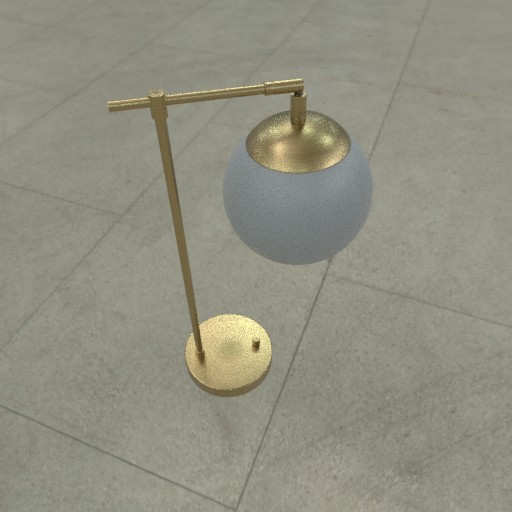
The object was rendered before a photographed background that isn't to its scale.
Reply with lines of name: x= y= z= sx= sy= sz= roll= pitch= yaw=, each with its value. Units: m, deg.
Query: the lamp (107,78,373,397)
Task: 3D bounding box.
lamp: x=0.000 y=0.000 z=0.693 sx=0.324 sy=0.559 sz=0.207 roll=-10 pitch=47 yaw=-10
